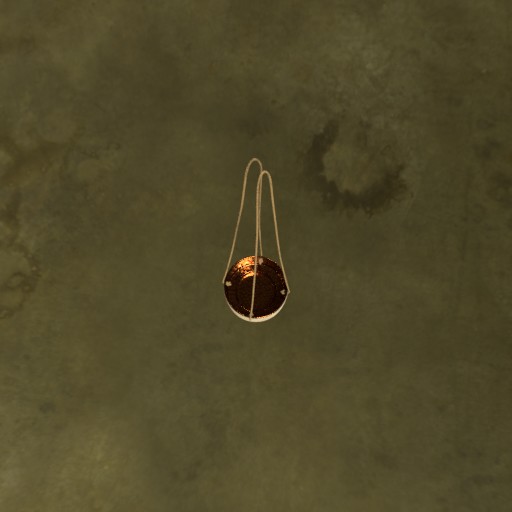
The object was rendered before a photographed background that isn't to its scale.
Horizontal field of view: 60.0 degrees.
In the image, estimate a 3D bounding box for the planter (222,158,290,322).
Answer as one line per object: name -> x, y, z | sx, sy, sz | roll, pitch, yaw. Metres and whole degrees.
planter -> 0.000, 0.000, 1.155 | 0.223, 1.030, 0.223 | -35, 77, -9
